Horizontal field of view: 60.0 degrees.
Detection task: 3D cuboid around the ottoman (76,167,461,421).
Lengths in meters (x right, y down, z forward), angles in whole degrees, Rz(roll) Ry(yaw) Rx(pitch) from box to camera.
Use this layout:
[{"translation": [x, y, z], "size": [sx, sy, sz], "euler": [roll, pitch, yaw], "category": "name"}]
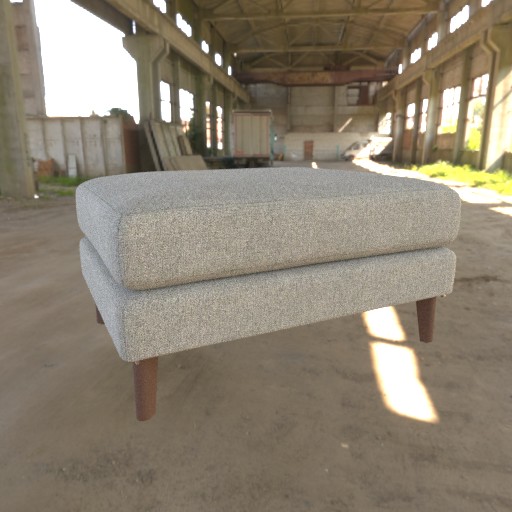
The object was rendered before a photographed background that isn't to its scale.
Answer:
[{"translation": [0.000, 0.000, 1.175], "size": [0.821, 0.441, 0.611], "euler": [-7, 16, -26], "category": "ottoman"}]
